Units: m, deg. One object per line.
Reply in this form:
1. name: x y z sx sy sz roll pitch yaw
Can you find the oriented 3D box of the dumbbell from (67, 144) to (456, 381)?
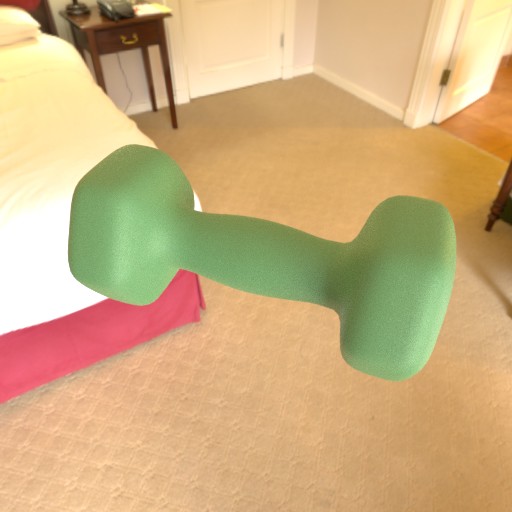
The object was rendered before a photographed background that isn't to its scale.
1. dumbbell: 0.000 0.000 0.318 0.257 0.114 0.126 14 44 15
